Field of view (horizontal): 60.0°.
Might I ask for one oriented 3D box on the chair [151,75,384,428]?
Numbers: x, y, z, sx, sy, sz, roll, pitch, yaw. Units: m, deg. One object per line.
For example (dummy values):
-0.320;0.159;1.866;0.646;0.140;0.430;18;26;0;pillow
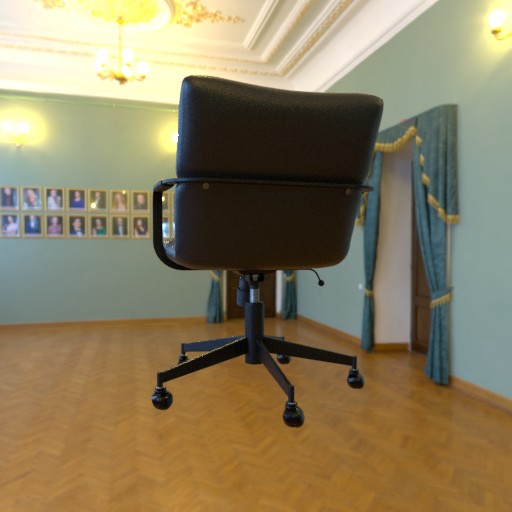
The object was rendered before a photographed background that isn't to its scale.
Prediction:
0.000;0.000;1.518;0.719;0.922;0.748;0;1;-17;chair
